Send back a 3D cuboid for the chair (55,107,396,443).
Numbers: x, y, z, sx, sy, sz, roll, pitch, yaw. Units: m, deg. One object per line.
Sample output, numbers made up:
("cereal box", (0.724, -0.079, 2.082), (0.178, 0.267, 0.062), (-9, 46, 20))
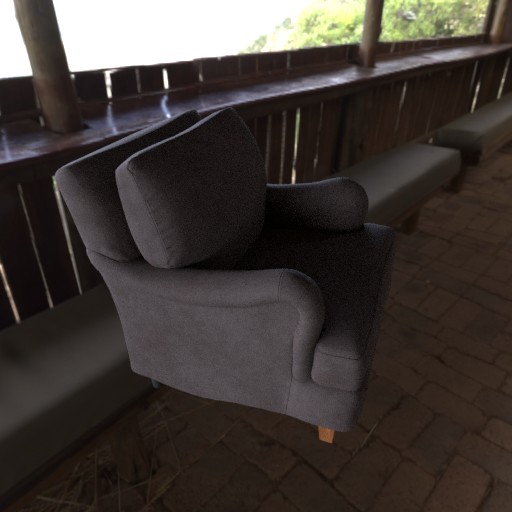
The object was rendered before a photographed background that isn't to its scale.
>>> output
("chair", (0.000, 0.000, 1.818), (1.070, 0.997, 0.955), (11, 33, 18))
